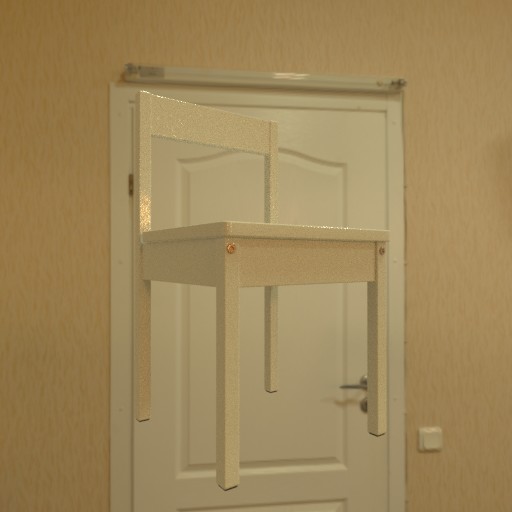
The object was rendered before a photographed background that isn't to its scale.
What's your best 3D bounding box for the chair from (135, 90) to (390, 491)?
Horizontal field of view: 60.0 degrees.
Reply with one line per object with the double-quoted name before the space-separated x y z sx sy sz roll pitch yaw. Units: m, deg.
"chair" 0.000 0.000 0.866 0.367 0.668 0.361 0 0 -36
